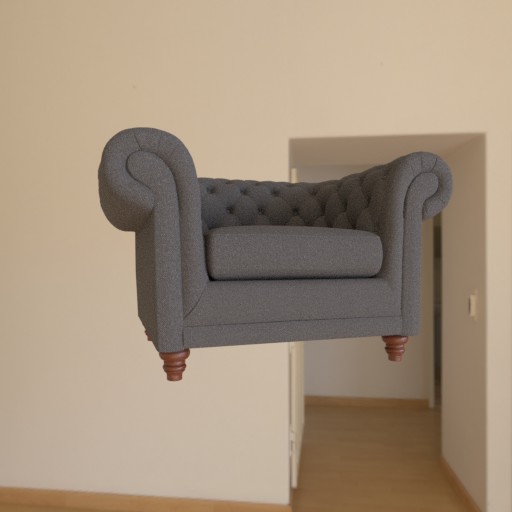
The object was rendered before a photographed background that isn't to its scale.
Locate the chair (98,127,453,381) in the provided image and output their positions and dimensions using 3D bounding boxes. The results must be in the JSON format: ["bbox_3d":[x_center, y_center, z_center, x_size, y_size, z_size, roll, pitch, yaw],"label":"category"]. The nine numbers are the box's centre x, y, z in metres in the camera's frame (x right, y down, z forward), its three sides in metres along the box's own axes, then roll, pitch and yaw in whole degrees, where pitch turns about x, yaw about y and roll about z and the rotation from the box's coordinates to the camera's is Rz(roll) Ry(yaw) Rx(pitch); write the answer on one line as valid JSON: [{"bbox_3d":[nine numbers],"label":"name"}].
[{"bbox_3d":[0.000,0.000,1.898,1.270,0.770,0.976,0,0,-19],"label":"chair"}]
